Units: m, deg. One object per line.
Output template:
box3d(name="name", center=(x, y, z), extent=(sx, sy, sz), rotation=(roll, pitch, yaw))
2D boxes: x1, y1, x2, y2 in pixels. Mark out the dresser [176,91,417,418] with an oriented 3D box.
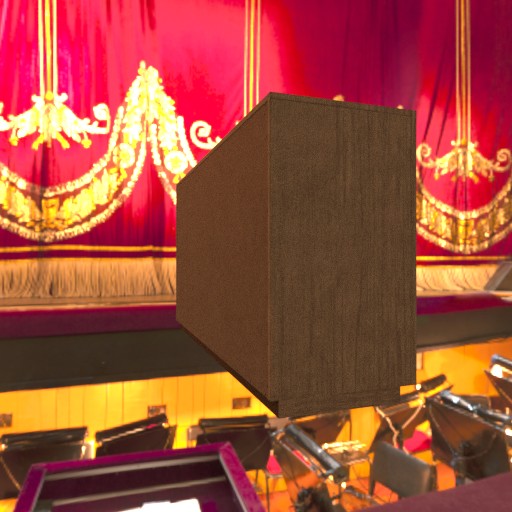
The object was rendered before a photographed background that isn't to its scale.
box3d(name="dresser", center=(0.000, 0.000, 2.048), extent=(0.483, 0.889, 1.628), rotation=(0, 0, -19))
